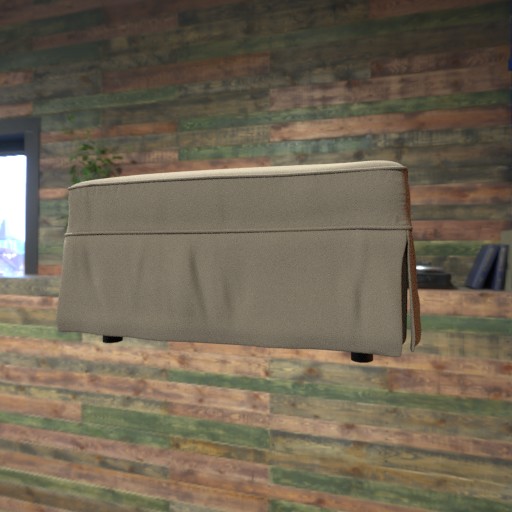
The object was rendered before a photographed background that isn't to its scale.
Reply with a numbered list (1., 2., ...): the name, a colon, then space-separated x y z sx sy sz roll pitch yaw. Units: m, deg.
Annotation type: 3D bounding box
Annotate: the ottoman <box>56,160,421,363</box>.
1. ottoman: 0.000 0.000 1.371 0.959 0.482 0.721 0 0 19
